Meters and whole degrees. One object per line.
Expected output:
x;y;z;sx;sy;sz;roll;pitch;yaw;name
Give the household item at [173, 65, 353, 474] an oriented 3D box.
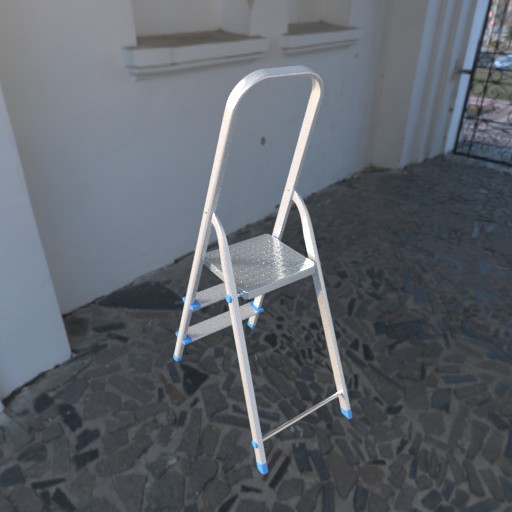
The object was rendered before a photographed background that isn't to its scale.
0.000;0.000;1.511;0.420;1.215;0.687;-19;35;-30;household item
